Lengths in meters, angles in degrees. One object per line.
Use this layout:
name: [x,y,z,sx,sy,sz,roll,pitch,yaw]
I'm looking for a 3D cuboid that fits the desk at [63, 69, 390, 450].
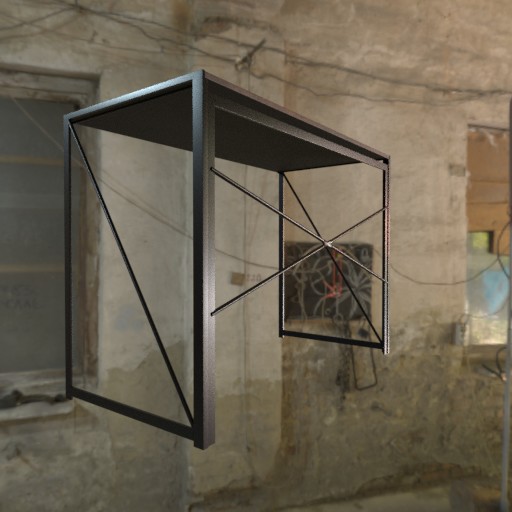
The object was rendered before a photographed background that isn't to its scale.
desk: [0.000,0.000,1.425,0.505,0.747,1.015,1,1,37]
